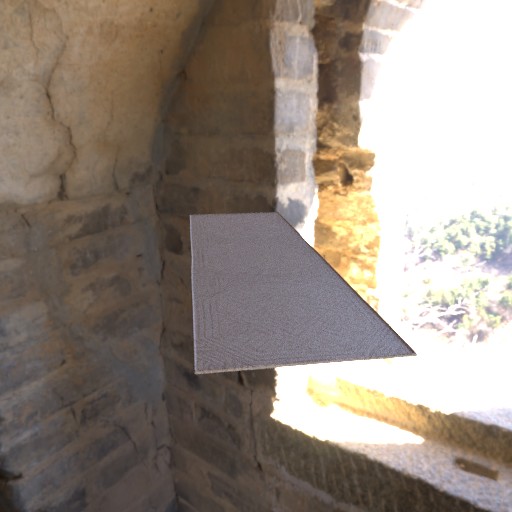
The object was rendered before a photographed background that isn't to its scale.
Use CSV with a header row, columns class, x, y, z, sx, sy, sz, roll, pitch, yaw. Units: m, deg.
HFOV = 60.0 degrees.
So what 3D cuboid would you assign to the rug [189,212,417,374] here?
class,x,y,z,sx,sy,sz,roll,pitch,yaw
rug,0.000,0.000,2.637,0.775,0.012,2.452,-3,17,-8
